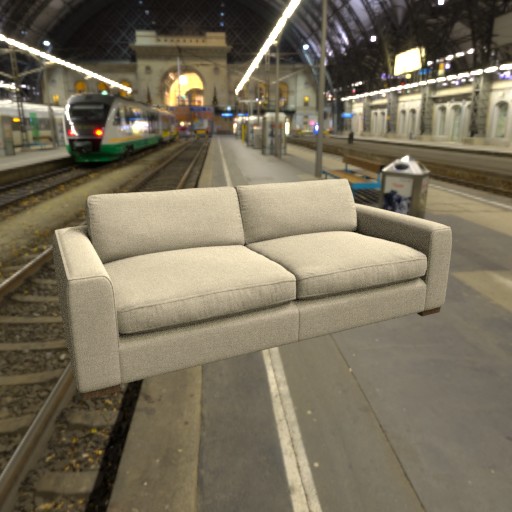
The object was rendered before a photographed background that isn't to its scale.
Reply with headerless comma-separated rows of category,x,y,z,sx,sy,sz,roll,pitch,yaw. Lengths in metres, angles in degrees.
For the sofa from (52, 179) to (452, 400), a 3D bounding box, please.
sofa,0.000,0.000,2.751,2.262,0.801,1.070,-8,18,-25
